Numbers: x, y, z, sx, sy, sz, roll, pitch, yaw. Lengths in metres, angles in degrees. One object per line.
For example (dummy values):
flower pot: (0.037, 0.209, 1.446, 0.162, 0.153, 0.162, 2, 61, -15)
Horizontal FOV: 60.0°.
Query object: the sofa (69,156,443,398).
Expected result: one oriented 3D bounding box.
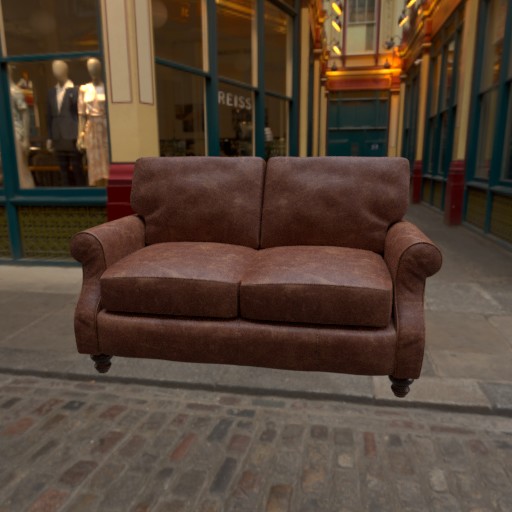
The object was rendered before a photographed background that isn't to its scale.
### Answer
sofa: (0.000, 0.000, 2.208, 1.616, 0.967, 0.990, 2, 13, 9)
